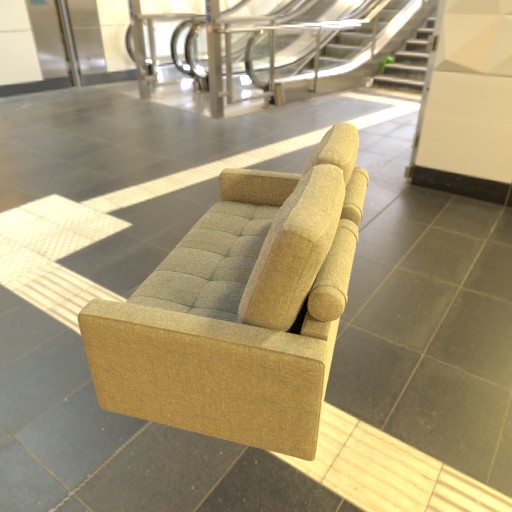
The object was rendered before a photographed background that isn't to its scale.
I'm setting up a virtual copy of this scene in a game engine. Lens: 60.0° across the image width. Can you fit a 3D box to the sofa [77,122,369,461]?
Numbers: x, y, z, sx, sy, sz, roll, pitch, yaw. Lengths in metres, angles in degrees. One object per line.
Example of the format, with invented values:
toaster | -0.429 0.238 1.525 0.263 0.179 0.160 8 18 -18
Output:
sofa | 0.000 0.000 1.917 0.842 0.907 1.407 8 32 14
